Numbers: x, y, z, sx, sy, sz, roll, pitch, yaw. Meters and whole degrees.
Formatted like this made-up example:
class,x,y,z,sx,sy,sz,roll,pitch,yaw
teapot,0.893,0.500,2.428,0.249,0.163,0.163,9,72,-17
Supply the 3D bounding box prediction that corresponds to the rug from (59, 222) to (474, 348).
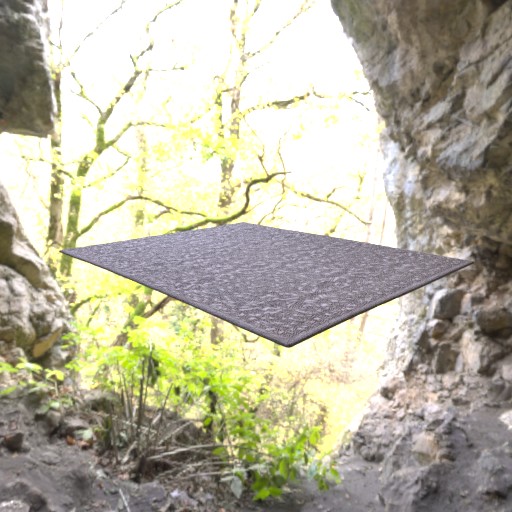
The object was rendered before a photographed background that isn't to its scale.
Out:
class,x,y,z,sx,sy,sz,roll,pitch,yaw
rug,0.000,0.000,4.128,2.472,0.035,3.017,-13,19,-43
